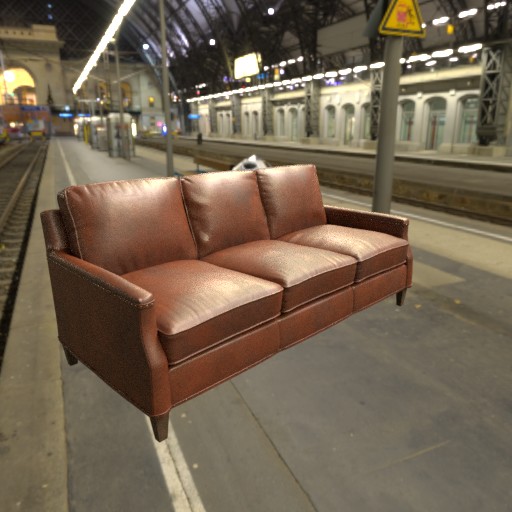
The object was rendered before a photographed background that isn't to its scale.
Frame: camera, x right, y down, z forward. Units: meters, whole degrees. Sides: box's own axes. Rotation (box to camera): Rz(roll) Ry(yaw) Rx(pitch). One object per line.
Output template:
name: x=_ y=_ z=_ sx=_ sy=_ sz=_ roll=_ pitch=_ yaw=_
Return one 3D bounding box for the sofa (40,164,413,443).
sofa: x=0.000 y=0.000 z=2.794 sx=1.084 sy=1.003 sz=2.240 roll=16 pitch=22 yaw=43
